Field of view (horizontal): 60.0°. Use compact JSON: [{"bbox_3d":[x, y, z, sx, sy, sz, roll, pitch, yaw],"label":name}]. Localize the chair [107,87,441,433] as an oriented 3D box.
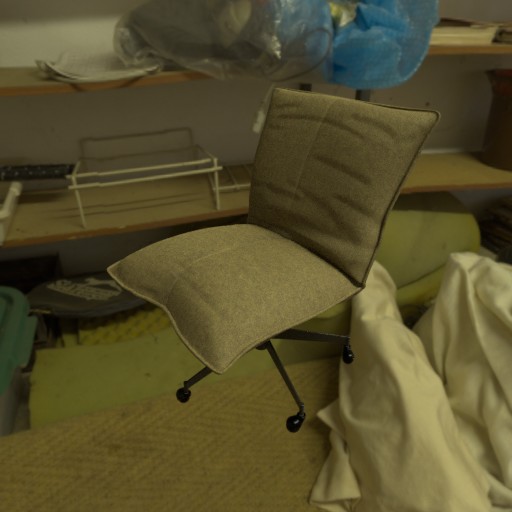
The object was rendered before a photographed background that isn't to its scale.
[{"bbox_3d":[0.000,0.000,1.273,0.696,0.811,0.597,-21,35,-34],"label":"chair"}]
